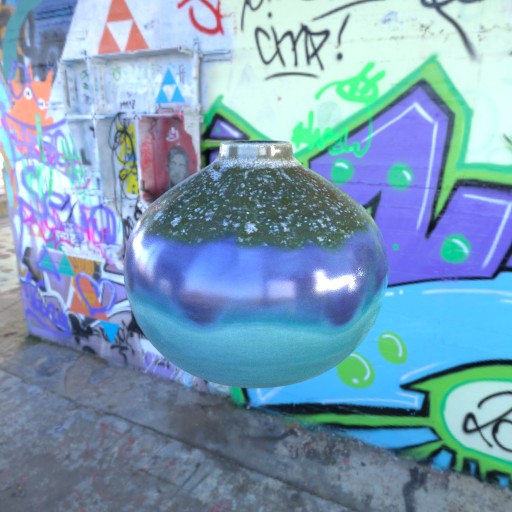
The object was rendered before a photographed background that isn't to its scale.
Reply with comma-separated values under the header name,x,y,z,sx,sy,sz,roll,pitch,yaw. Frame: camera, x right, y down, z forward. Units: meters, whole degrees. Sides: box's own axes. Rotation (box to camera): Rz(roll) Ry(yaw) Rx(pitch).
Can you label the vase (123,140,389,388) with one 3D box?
name,x,y,z,sx,sy,sz,roll,pitch,yaw
vase,0.000,0.000,0.266,0.154,0.133,0.154,0,17,0
